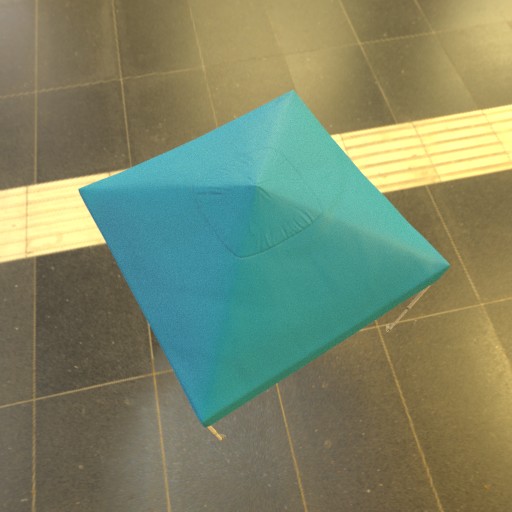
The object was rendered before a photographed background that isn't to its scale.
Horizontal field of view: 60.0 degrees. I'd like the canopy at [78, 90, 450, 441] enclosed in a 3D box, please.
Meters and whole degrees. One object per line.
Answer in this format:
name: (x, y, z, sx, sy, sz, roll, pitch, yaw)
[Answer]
canopy: (0.000, 0.000, 5.526, 2.998, 2.997, 2.996, -29, 67, -13)
